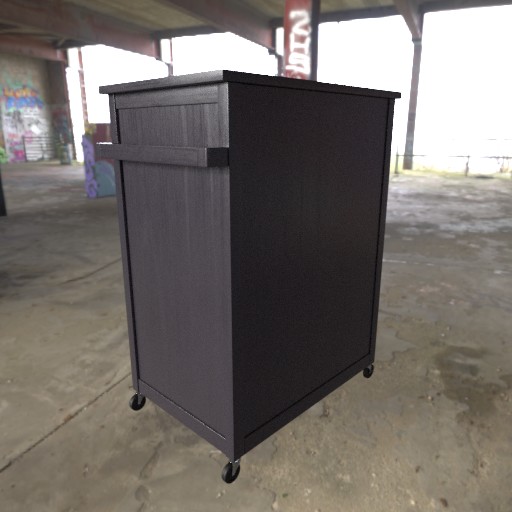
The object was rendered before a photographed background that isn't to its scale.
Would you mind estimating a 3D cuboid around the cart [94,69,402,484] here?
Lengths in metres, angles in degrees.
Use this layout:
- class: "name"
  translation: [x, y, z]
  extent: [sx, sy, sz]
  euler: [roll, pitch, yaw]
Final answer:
- class: "cart"
  translation: [0.000, 0.000, 1.241]
  extent: [0.449, 0.878, 0.690]
  euler: [15, 21, 42]
